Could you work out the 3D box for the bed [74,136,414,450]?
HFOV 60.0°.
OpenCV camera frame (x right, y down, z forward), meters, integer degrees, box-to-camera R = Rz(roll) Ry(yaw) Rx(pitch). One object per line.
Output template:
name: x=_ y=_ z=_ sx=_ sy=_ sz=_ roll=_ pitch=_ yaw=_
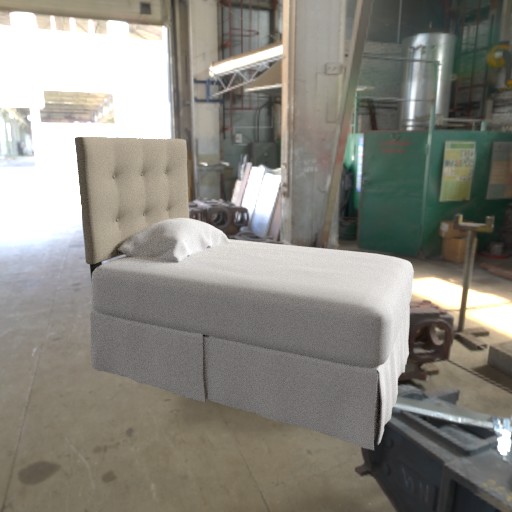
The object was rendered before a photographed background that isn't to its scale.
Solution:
bed: x=0.000 y=0.000 z=3.009 sx=1.997 sy=1.571 sz=1.261 roll=6 pitch=15 yaw=25
